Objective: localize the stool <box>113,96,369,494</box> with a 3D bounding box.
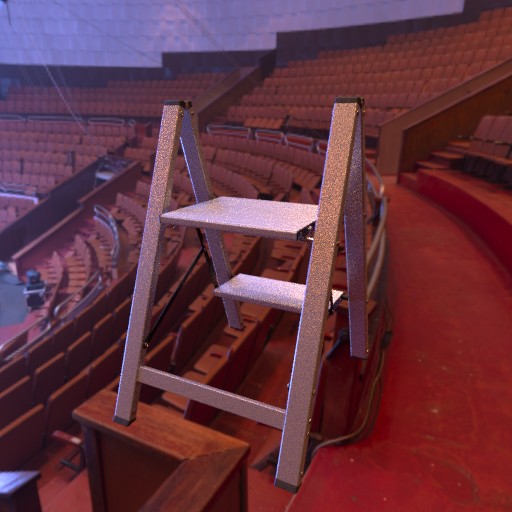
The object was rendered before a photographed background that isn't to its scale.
[{"bbox_3d":[0.000,0.000,1.002,0.440,0.670,0.535,9,19,26],"label":"stool"}]
